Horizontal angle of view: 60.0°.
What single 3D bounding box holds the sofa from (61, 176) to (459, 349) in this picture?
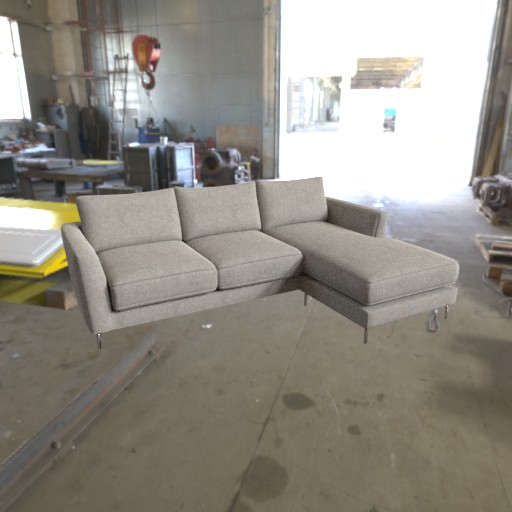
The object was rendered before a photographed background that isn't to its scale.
[{"bbox_3d":[0.000,0.000,3.191,2.438,0.864,1.626,-9,20,-27],"label":"sofa"}]
